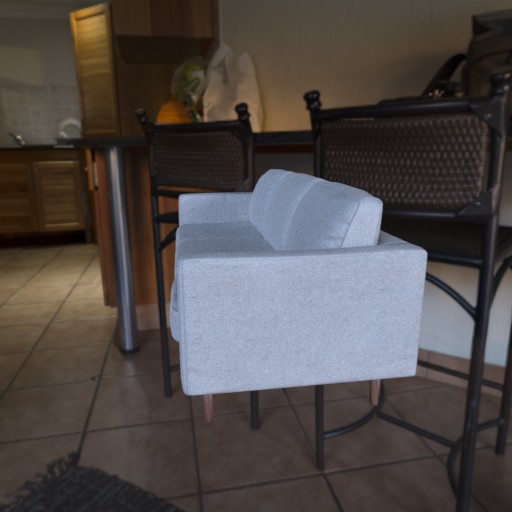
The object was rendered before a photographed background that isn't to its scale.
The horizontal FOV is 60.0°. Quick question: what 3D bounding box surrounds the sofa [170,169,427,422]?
[{"bbox_3d":[0.000,0.000,2.543,0.944,0.918,1.983,-2,15,-9],"label":"sofa"}]
